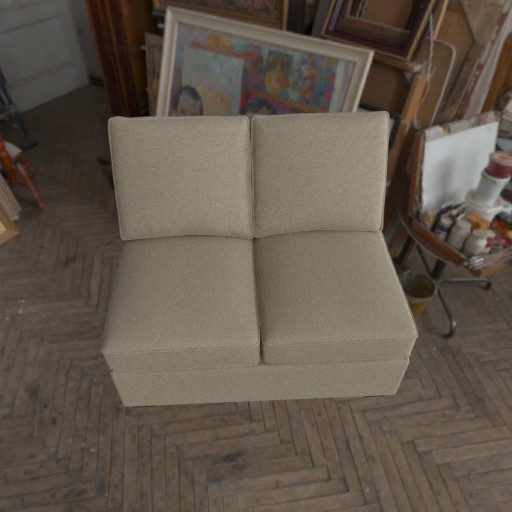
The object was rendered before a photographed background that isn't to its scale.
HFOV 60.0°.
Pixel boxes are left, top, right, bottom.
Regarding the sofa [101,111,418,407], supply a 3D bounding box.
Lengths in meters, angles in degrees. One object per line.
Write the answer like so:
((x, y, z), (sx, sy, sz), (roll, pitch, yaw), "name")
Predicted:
((0.000, 0.000, 1.978), (1.237, 1.008, 0.951), (-2, 44, -2), "sofa")
